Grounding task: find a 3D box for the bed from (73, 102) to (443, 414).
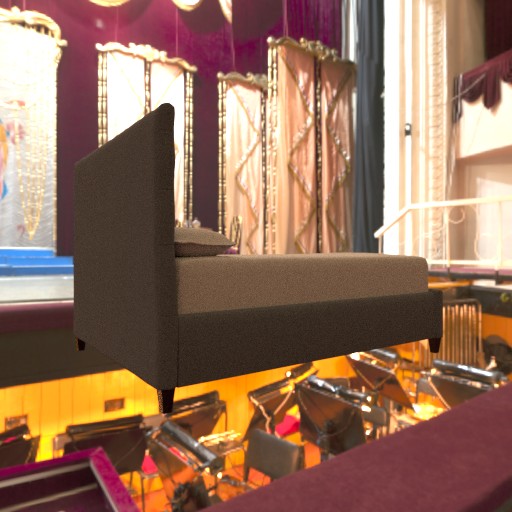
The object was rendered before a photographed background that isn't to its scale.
[{"bbox_3d":[0.000,0.000,3.315,2.231,1.427,1.698,0,1,-35],"label":"bed"}]
